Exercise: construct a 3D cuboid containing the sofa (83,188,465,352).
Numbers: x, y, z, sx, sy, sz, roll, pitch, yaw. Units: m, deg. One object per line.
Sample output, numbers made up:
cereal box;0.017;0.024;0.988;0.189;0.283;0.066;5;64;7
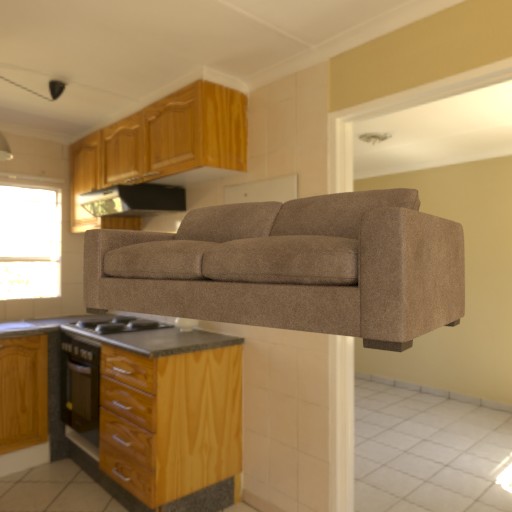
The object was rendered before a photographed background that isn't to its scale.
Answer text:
sofa;0.000;0.000;2.836;2.262;0.801;1.070;0;-1;37
